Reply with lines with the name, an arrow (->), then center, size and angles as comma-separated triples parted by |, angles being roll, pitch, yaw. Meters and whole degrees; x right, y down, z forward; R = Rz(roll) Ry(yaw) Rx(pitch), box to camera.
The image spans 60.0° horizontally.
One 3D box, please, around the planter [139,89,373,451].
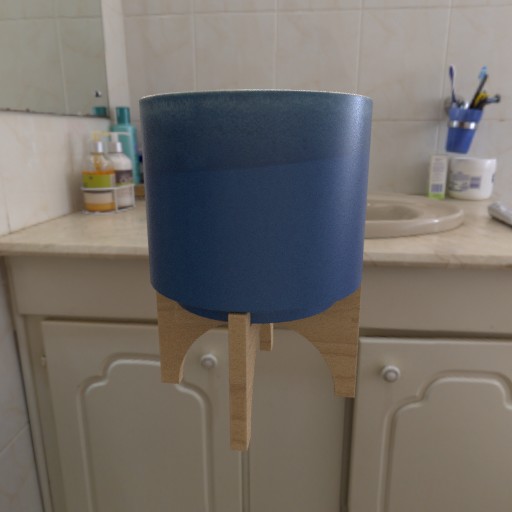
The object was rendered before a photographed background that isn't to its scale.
planter -> 0.000, 0.000, 0.556 | 0.261, 0.367, 0.261 | 0, 15, 0
